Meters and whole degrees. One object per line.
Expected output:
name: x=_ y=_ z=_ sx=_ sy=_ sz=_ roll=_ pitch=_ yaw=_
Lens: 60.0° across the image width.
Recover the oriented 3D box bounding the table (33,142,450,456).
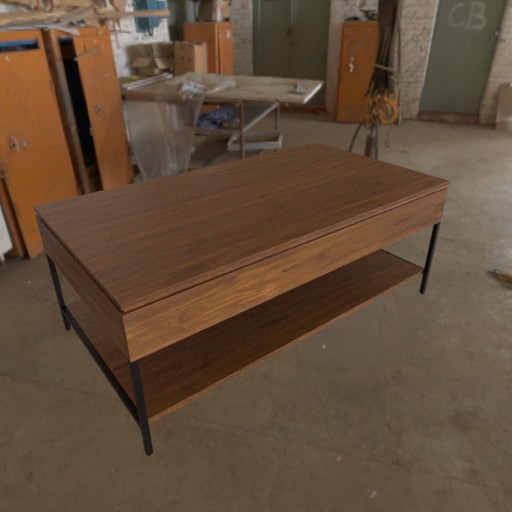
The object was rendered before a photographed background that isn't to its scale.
table: x=0.000 y=0.000 z=1.366 sx=1.057 sy=0.414 sz=0.574 roll=-21 pitch=35 yaw=-33
